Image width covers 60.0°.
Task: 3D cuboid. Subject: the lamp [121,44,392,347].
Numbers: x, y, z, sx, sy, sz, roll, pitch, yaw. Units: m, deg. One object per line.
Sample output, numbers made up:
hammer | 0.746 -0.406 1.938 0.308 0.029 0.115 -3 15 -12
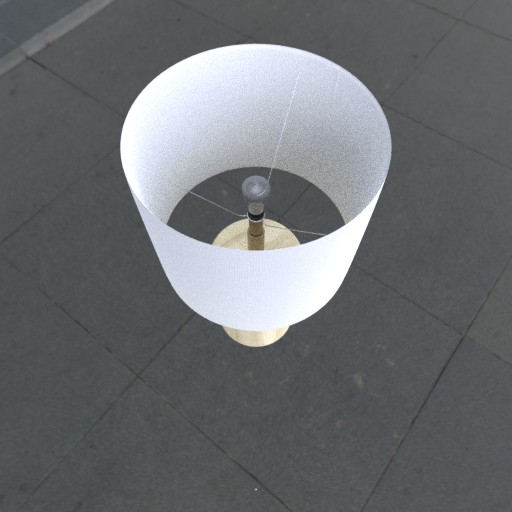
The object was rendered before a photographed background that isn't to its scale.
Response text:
lamp | 0.000 0.000 0.569 0.228 0.444 0.228 -34 67 -16
